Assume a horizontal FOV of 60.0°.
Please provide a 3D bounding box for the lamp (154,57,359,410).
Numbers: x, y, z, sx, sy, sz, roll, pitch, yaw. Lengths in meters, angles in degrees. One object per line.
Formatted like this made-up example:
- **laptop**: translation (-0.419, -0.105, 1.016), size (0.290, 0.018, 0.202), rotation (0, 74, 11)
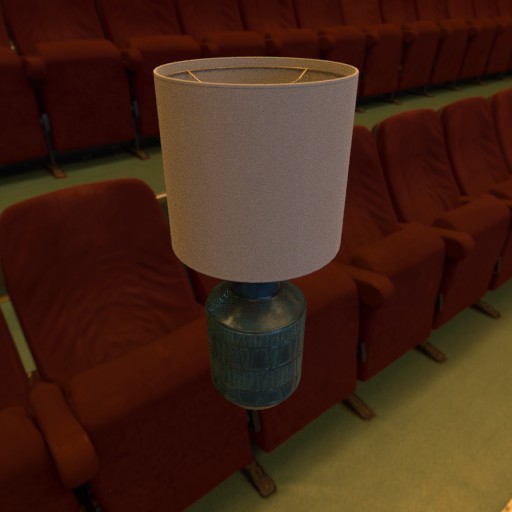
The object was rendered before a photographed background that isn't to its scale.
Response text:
- **lamp**: translation (0.000, 0.000, 0.578), size (0.211, 0.455, 0.211), rotation (-22, 36, -33)
